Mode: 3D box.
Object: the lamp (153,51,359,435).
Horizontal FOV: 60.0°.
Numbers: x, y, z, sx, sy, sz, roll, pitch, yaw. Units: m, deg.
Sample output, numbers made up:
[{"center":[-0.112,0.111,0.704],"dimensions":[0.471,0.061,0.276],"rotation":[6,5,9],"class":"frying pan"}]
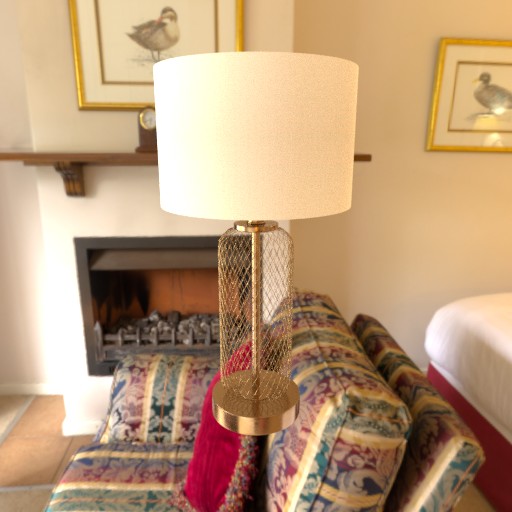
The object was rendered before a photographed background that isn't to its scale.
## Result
[{"center":[0.000,0.000,0.619],"dimensions":[0.252,0.483,0.252],"rotation":[-14,20,-41],"class":"lamp"}]
